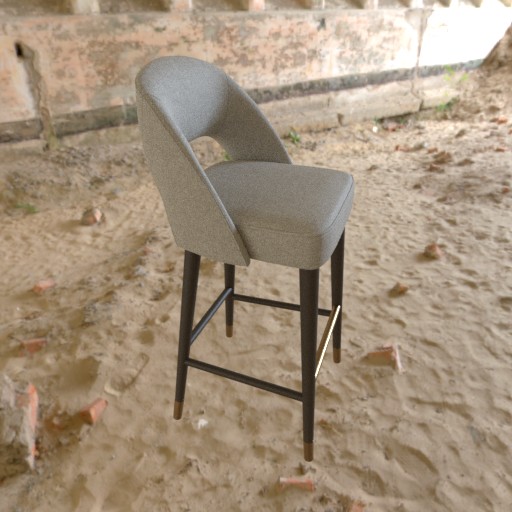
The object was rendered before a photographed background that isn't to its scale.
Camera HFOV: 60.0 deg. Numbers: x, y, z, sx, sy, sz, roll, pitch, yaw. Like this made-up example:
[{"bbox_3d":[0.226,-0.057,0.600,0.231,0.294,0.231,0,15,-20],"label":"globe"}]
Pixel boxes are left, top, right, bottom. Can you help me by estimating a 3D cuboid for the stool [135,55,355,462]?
[{"bbox_3d":[0.000,0.000,1.279,0.509,1.037,0.494,10,31,17],"label":"stool"}]
